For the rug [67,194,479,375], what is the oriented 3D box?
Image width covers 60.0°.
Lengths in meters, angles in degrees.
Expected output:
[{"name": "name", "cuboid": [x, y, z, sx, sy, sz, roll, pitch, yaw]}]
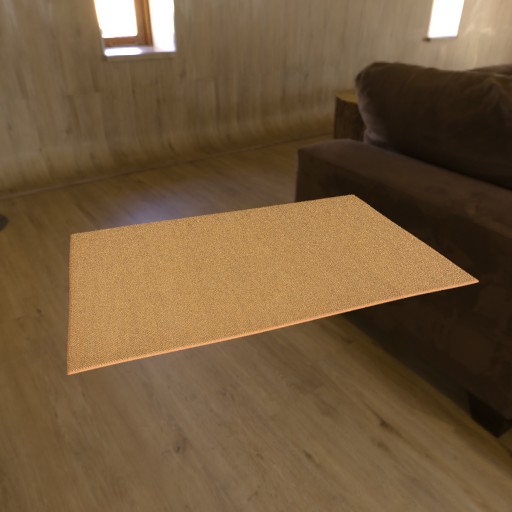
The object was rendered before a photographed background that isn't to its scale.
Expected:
[{"name": "rug", "cuboid": [0.000, 0.000, 2.114, 1.678, 0.013, 1.078, -10, 31, -17]}]
